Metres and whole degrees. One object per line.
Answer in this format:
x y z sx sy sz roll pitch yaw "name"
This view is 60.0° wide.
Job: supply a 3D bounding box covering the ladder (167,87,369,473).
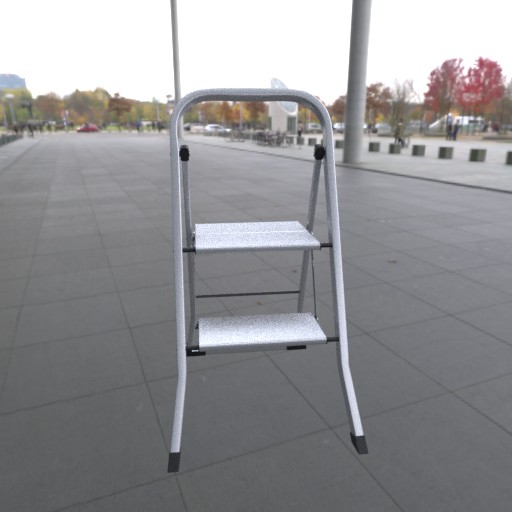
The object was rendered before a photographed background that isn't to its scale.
0.000 0.000 1.144 0.465 0.830 0.530 -2 17 -7 "ladder"
